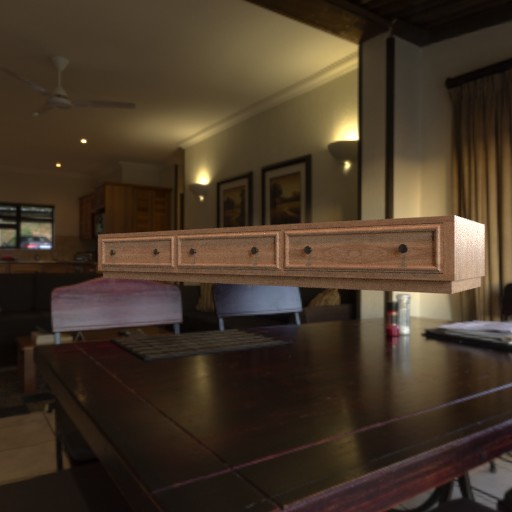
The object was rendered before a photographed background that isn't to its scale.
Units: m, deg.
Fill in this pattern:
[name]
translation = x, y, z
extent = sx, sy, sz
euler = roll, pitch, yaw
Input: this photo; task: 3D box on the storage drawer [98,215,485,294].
[storage drawer]
translation = 0.000, 0.000, 2.284
extent = 2.032, 0.264, 0.538
euler = 0, 0, 37
